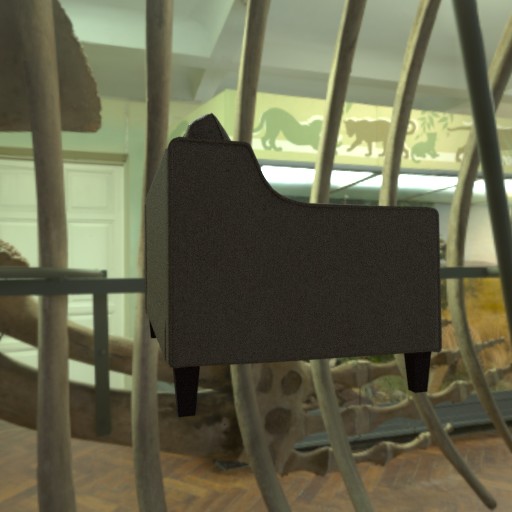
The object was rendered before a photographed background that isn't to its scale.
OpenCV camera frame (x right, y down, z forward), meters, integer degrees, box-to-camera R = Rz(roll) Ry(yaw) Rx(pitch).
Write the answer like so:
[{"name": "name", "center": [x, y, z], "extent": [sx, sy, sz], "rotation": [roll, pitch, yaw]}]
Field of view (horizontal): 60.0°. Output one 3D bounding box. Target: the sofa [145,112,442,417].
[{"name": "sofa", "center": [0.000, 0.000, 2.148], "extent": [0.985, 0.981, 1.503], "rotation": [0, 0, -17]}]
